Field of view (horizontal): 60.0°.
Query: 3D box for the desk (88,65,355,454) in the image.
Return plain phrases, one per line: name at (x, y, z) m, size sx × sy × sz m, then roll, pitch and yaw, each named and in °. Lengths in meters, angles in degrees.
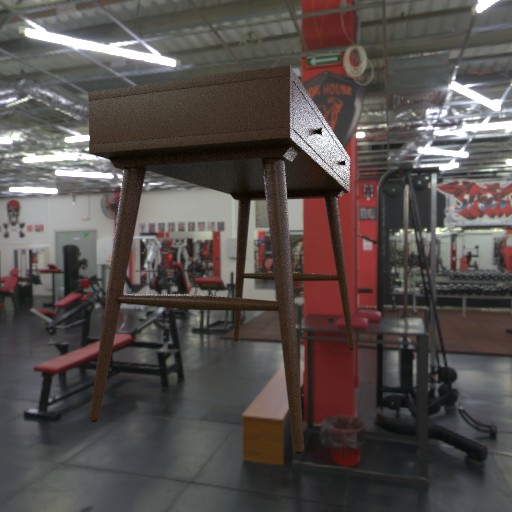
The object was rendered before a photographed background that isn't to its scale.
desk at (0.000, 0.000, 1.382) m, size 0.510 × 0.758 × 0.949 m, roll 0°, pitch 1°, yaw 19°
